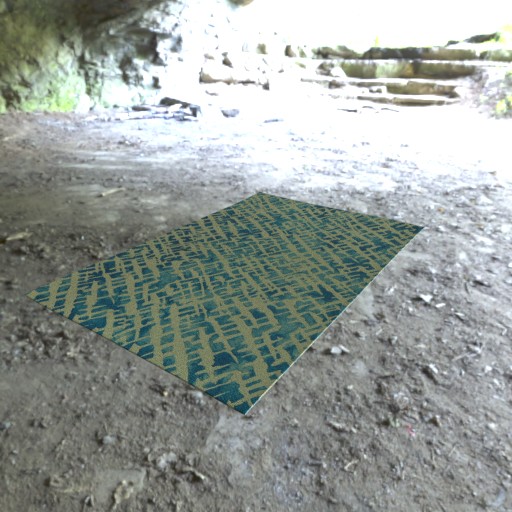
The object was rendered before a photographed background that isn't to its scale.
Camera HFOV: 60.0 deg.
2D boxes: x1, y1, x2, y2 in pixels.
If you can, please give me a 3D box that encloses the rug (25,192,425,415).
[{"bbox_3d":[0.000,0.000,2.314,1.209,0.011,1.830,17,31,31],"label":"rug"}]
